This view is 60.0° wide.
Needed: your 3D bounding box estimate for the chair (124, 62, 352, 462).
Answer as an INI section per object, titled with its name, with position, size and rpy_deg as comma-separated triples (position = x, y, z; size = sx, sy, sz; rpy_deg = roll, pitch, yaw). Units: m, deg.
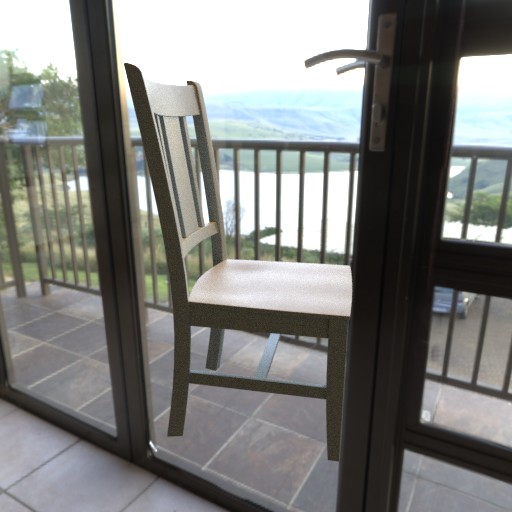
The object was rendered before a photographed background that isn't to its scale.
[chair]
position = 0.000, 0.000, 1.287
size = 0.555, 0.998, 0.450
rpy_deg = 3, 17, 11
